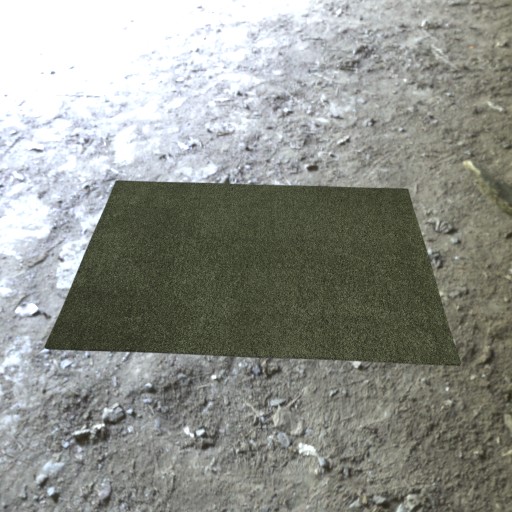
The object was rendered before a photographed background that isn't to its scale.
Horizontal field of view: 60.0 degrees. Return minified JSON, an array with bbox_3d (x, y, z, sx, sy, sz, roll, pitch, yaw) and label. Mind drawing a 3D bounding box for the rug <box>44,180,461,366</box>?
[{"bbox_3d":[0.000,0.000,3.481,2.699,0.026,1.802,2,47,2],"label":"rug"}]
